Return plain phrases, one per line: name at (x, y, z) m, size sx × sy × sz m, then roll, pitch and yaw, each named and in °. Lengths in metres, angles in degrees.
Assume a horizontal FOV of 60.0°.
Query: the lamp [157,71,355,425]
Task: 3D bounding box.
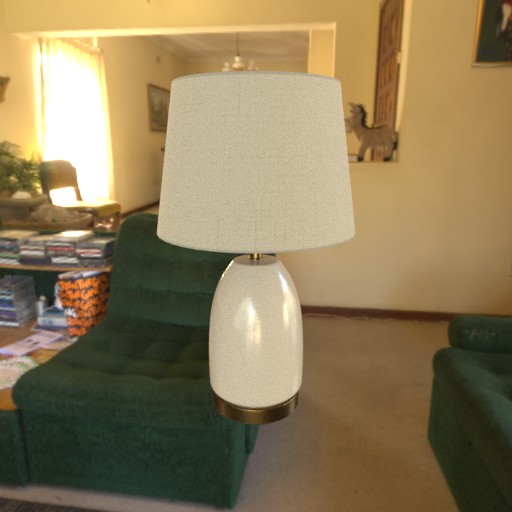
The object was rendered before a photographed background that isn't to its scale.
lamp at (0.000, 0.000, 0.662) m, size 0.285 × 0.483 × 0.285 m, roll 0°, pitch 15°, yaw 0°
